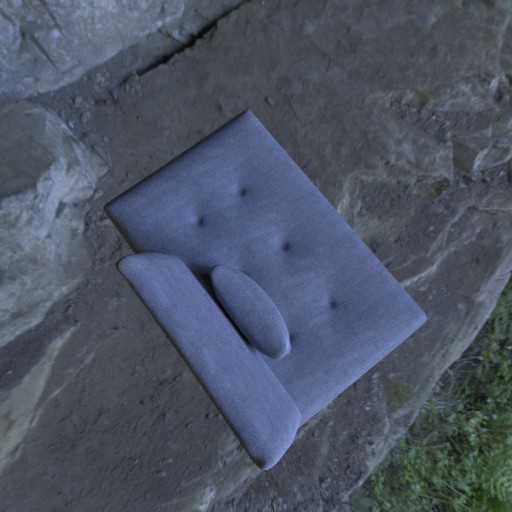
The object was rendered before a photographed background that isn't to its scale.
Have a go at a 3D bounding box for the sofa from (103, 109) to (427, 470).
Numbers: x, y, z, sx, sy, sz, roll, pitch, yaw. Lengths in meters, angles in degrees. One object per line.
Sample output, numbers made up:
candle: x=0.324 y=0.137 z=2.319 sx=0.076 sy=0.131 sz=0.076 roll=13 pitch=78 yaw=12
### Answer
sofa: x=0.000 y=0.000 z=2.046 sx=1.002 sy=0.820 sz=1.450 roll=-36 pitch=78 yaw=-9
